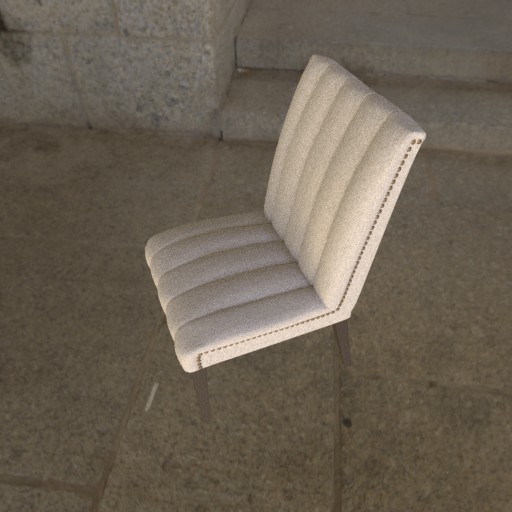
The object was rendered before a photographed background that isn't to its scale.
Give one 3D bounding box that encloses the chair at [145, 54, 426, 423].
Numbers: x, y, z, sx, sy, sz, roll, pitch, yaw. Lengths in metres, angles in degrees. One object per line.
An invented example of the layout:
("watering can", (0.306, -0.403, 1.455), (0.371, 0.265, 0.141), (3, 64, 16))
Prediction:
("chair", (0.000, 0.000, 1.408), (0.647, 1.016, 0.511), (-16, 47, -15))
